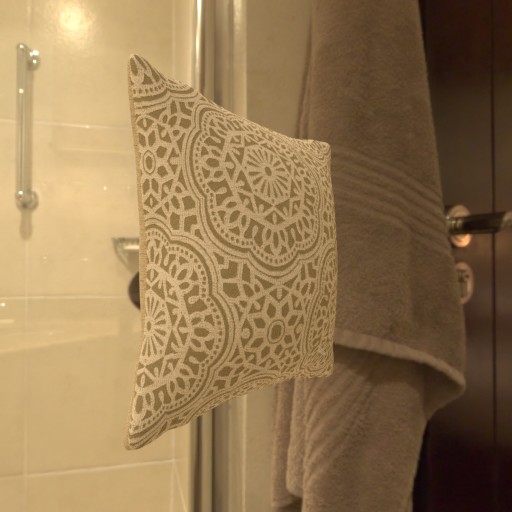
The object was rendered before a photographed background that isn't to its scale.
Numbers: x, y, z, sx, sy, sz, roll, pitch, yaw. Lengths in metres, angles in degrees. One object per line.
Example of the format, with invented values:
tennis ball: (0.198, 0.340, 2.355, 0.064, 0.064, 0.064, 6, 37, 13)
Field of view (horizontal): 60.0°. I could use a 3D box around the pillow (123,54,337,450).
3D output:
pillow: (0.000, 0.000, 0.634, 0.167, 0.421, 0.438, -1, -2, 38)
